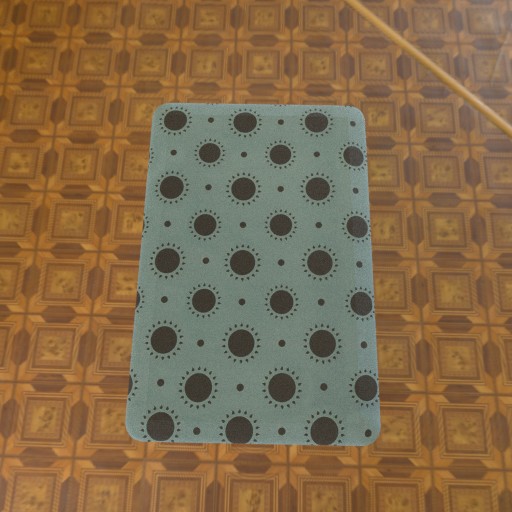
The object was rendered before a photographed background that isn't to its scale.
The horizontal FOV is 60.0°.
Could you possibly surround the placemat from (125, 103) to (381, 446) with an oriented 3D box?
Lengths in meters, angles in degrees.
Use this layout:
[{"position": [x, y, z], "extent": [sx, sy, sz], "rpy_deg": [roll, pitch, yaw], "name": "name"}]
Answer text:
[{"position": [0.000, 0.000, 0.965], "extent": [0.508, 0.021, 0.762], "rpy_deg": [1, 75, 0], "name": "placemat"}]
